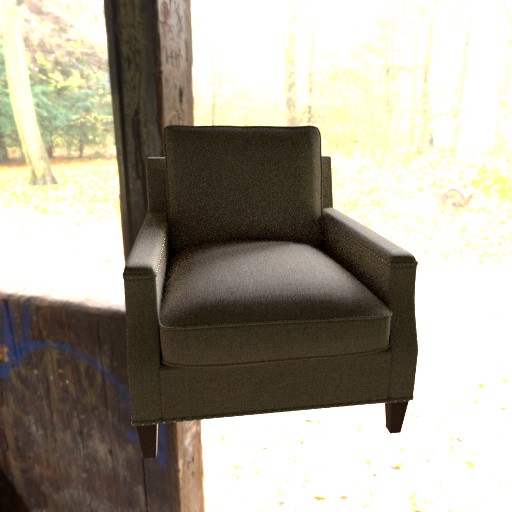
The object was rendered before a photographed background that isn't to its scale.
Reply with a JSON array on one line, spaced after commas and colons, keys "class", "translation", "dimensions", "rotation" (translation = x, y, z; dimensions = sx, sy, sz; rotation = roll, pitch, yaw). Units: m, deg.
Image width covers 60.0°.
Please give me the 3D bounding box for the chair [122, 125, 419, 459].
[{"class": "chair", "translation": [0.000, 0.000, 1.657], "dimensions": [0.853, 0.943, 1.014], "rotation": [-2, 16, -8]}]
